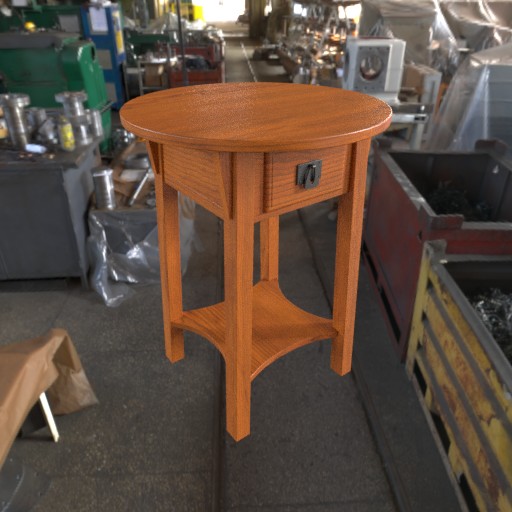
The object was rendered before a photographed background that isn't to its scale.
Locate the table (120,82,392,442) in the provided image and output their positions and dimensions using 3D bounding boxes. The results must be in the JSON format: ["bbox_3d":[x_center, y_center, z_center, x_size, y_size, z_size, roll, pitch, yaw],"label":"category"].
[{"bbox_3d":[0.000,0.000,0.921,0.457,0.610,0.457,0,30,0],"label":"table"}]
